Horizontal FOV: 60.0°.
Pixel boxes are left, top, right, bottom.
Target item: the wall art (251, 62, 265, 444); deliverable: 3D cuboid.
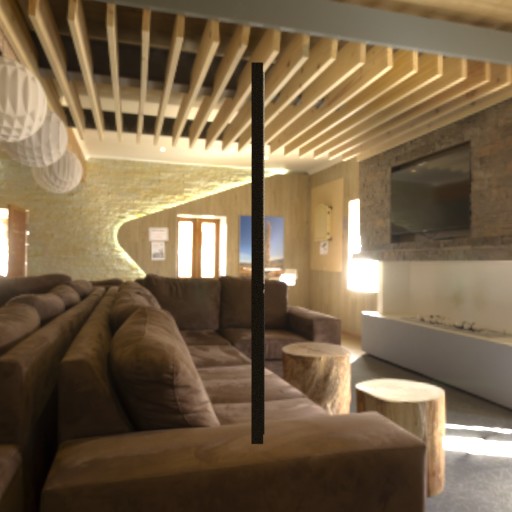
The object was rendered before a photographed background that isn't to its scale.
[{"bbox_3d":[0.000,0.000,1.528,0.028,0.805,1.190,0,-1,0],"label":"wall art"}]
